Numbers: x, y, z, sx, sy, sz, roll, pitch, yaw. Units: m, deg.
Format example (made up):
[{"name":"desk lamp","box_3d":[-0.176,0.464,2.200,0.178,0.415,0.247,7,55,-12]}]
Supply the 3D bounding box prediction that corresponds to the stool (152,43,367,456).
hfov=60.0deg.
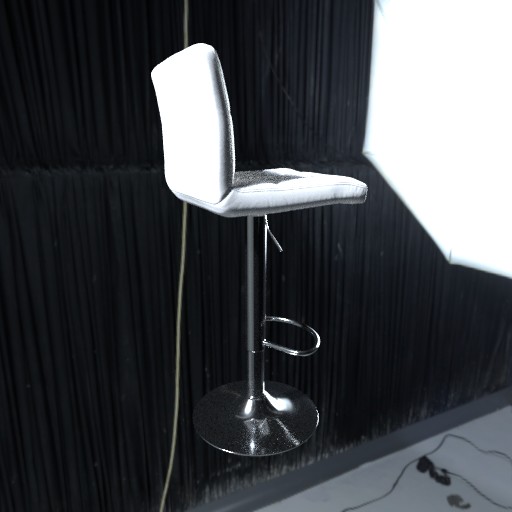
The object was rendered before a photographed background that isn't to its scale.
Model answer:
[{"name":"stool","box_3d":[0.000,0.000,1.371,0.505,1.115,0.430,-7,16,-26]}]
